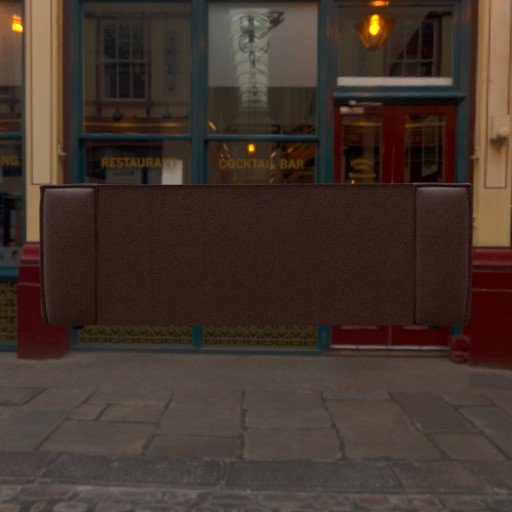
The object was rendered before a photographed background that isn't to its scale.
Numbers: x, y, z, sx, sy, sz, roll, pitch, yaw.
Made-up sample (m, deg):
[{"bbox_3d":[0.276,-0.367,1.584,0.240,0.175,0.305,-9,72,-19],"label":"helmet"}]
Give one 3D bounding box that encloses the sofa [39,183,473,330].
[{"bbox_3d":[0.000,0.000,2.583,2.088,0.703,1.102,0,1,1],"label":"sofa"}]
